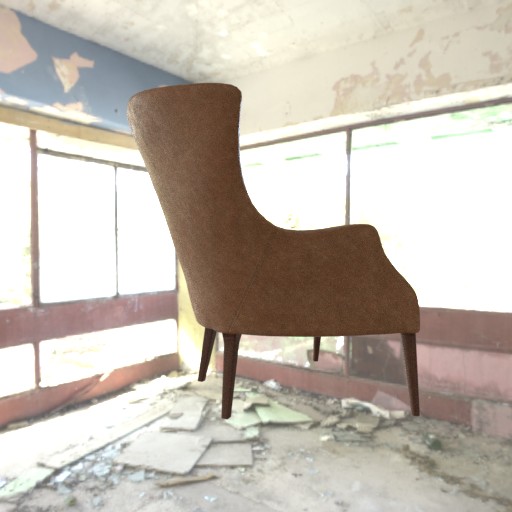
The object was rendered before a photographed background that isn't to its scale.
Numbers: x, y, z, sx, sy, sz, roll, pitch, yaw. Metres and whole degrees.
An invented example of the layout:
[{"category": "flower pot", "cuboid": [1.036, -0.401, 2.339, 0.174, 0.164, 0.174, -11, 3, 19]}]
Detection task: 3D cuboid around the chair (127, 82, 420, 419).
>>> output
[{"category": "chair", "cuboid": [0.000, 0.000, 1.715, 0.955, 1.067, 0.846, 0, 1, -18]}]
